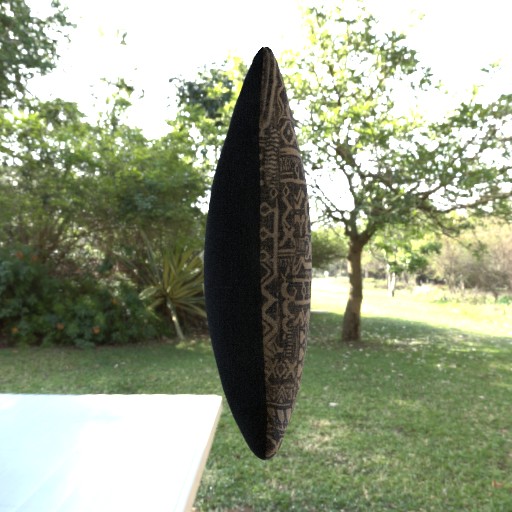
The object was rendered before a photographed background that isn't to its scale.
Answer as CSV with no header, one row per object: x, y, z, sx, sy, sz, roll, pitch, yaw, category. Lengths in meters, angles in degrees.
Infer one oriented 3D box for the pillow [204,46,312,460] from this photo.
0.000,0.000,0.777,0.180,0.487,0.546,0,-1,-2,pillow
